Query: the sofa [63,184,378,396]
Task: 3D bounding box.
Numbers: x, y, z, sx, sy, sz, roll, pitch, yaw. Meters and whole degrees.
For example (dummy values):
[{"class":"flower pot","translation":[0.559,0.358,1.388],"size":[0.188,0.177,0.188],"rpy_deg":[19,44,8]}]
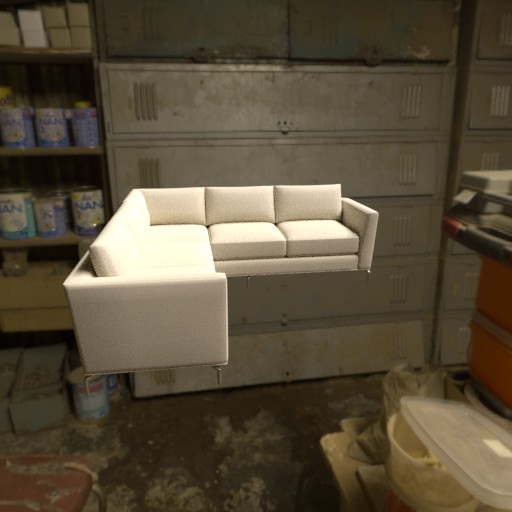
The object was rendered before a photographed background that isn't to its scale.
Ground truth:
[{"class":"sofa","translation":[0.000,0.000,3.695],"size":[2.448,0.867,2.430],"rpy_deg":[-3,17,-8]}]
